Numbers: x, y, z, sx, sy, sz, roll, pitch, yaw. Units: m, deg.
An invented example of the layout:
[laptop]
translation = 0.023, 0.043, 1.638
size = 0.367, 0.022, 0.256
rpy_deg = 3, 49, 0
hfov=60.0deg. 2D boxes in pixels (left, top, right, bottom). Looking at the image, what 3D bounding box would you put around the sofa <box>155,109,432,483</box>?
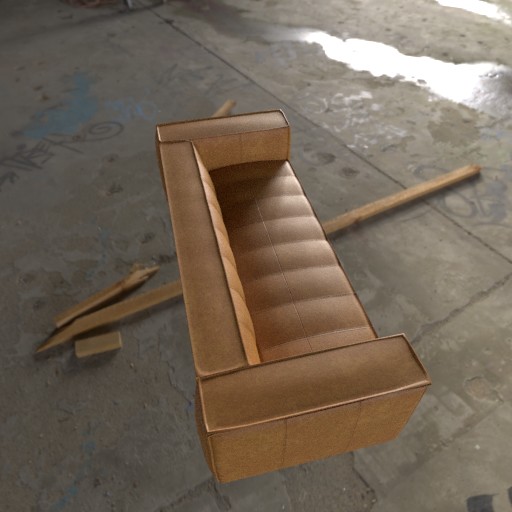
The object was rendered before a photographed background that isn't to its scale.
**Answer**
[sofa]
translation = 0.000, 0.000, 2.995
size = 1.102, 0.701, 2.581
rpy_deg = -10, 48, -9
